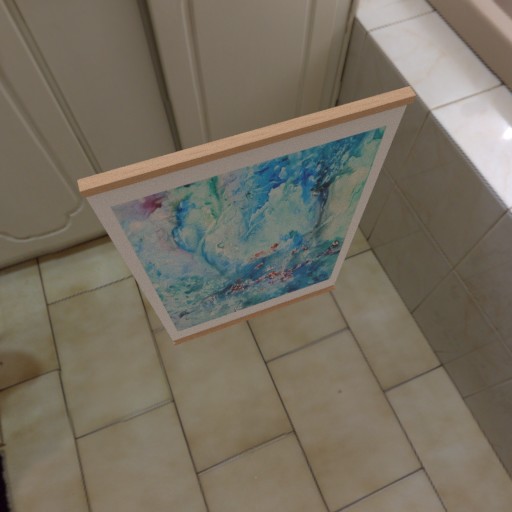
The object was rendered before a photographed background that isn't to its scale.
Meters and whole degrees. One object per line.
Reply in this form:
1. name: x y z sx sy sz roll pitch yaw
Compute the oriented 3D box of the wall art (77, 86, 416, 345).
1. wall art: 0.000 0.000 0.647 0.335 0.510 0.013 -18 65 -9
